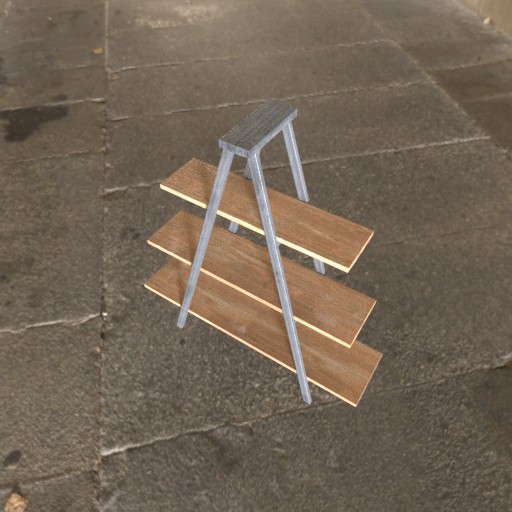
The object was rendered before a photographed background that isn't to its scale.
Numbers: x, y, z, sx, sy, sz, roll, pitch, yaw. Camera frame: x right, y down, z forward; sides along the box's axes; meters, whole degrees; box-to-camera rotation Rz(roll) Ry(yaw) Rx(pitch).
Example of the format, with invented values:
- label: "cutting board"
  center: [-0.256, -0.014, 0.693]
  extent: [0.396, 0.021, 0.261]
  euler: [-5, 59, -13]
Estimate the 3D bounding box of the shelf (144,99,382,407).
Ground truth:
- label: "shelf"
  center: [0.000, 0.000, 2.685]
  extent: [1.746, 1.808, 0.508]
  euler: [26, 53, 21]
